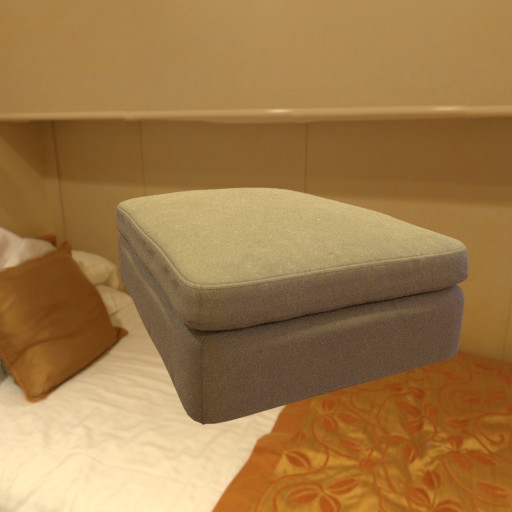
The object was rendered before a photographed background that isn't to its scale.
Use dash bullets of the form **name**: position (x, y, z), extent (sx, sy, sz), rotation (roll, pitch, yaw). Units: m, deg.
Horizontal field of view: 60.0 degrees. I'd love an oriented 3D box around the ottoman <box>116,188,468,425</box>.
- **ottoman**: position (0.000, 0.000, 1.611), extent (0.840, 0.429, 1.199), rotation (-7, 18, -23)
